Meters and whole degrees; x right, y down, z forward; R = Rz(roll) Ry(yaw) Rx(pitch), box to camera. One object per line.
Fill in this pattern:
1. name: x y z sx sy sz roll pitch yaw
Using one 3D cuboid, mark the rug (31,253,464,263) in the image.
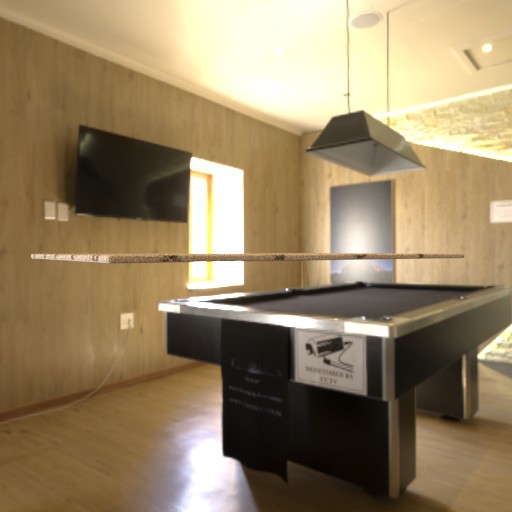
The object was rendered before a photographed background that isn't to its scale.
1. rug: 0.000 0.000 2.922 2.438 0.030 1.524 0 1 -36
